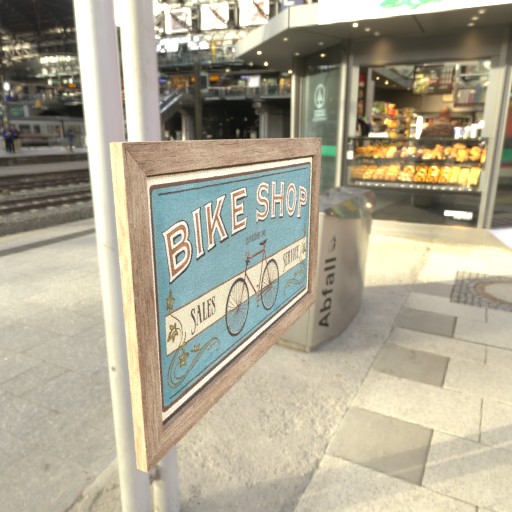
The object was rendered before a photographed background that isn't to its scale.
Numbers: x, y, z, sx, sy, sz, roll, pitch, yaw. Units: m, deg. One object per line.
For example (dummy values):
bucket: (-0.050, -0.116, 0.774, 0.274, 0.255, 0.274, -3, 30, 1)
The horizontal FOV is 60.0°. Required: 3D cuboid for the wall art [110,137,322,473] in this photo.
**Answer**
wall art: (0.000, 0.000, 0.942, 0.021, 0.480, 0.780, 7, 17, 25)
